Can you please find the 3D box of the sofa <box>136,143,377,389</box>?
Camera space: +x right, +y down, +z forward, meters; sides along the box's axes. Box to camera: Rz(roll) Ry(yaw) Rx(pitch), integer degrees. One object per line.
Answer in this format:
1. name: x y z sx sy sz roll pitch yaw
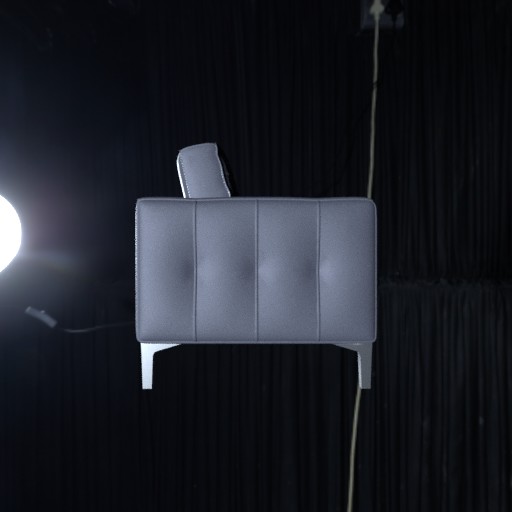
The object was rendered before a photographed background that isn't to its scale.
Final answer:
1. sofa: 0.000 0.000 2.320 0.833 0.893 1.726 0 0 0
